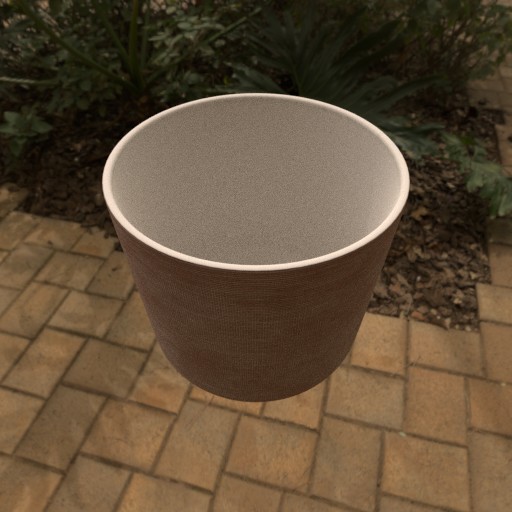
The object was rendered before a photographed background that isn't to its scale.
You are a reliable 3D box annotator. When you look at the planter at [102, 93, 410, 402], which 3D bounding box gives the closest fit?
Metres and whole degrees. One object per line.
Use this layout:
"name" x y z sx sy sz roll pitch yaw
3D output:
"planter" 0.000 0.000 0.792 0.440 0.398 0.440 0 45 0
